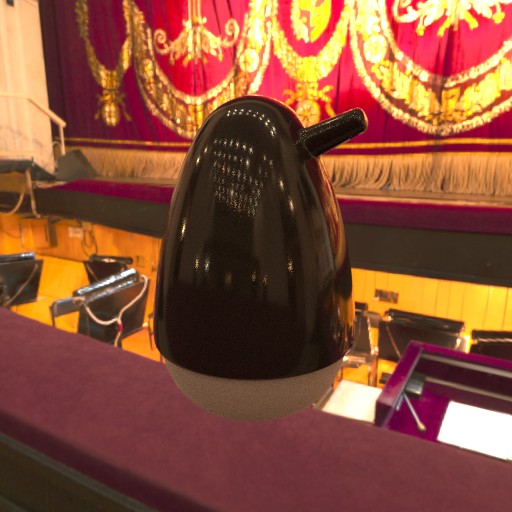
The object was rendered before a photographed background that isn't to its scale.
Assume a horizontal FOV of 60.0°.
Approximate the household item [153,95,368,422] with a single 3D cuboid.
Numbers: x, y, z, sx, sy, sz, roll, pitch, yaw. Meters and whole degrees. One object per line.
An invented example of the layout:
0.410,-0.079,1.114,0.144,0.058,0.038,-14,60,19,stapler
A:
0.000,0.000,0.221,0.104,0.152,0.102,7,15,28,household item
